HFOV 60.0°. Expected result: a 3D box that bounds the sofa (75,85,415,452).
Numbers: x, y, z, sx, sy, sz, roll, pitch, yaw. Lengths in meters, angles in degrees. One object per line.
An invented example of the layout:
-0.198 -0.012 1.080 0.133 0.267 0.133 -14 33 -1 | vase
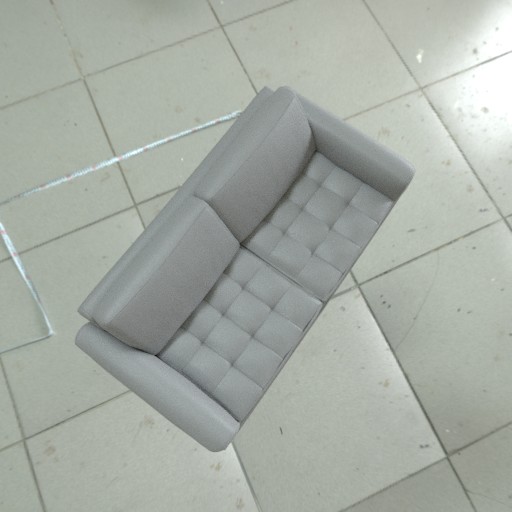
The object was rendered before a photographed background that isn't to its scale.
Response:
0.000 0.000 2.840 1.121 0.930 2.177 35 77 9 | sofa
